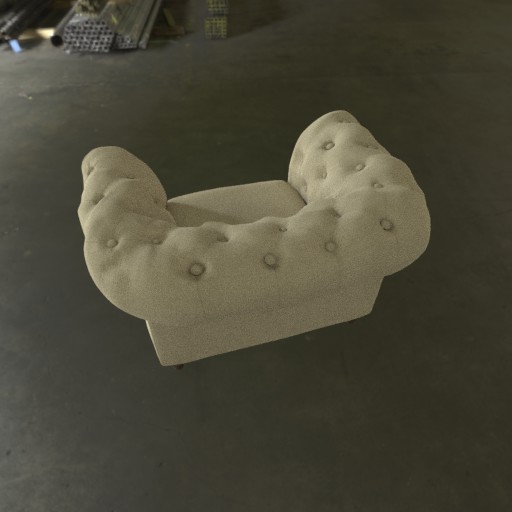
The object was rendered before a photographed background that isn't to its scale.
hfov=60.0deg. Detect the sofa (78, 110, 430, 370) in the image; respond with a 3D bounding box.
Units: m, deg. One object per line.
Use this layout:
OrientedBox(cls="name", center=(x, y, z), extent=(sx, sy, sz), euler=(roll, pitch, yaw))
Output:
OrientedBox(cls="sofa", center=(0.000, 0.000, 2.048), extent=(1.405, 0.878, 1.034), euler=(-12, 43, -13))
